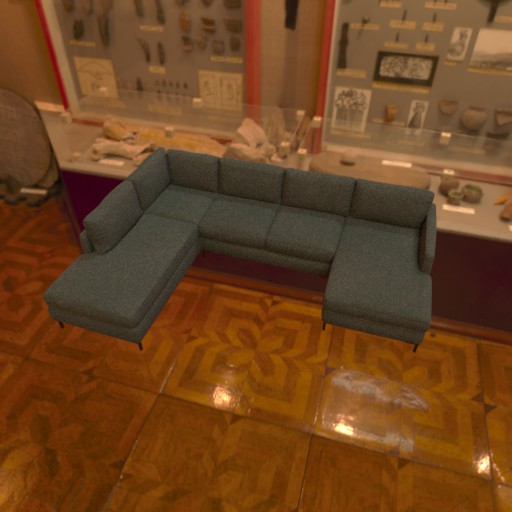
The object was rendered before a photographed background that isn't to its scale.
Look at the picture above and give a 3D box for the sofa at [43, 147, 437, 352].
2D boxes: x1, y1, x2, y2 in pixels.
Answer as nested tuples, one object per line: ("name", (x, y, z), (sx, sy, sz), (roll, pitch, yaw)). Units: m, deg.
("sofa", (0.000, 0.000, 3.873), (2.956, 0.813, 2.007), (12, 43, 13))
